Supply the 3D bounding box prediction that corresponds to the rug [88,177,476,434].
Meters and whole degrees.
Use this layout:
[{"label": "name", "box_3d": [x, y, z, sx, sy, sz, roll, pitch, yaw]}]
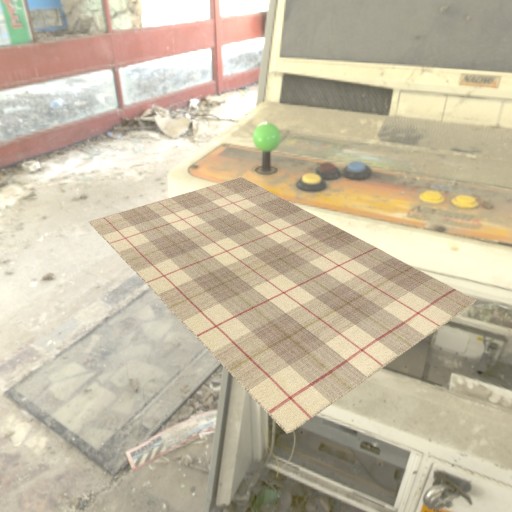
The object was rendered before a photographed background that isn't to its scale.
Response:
[{"label": "rug", "box_3d": [0.000, 0.000, 3.138, 1.549, 0.010, 2.464, -22, 39, -31]}]
